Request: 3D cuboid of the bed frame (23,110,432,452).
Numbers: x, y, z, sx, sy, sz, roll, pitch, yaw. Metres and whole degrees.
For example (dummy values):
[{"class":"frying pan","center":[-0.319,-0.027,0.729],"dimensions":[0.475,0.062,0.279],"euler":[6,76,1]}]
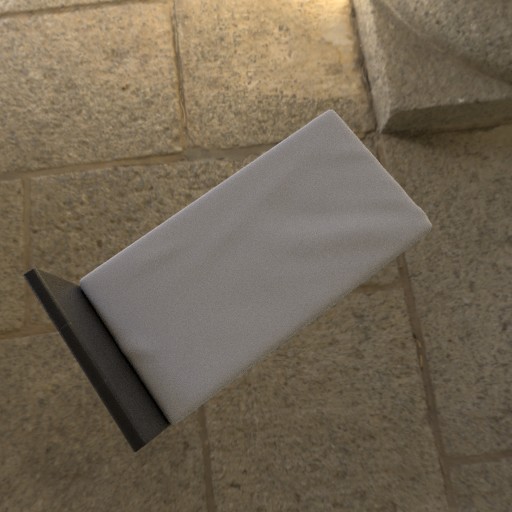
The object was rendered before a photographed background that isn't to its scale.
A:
[{"class":"bed frame","center":[0.000,0.000,2.578],"dimensions":[2.152,1.046,1.038],"euler":[-36,80,-8]}]
